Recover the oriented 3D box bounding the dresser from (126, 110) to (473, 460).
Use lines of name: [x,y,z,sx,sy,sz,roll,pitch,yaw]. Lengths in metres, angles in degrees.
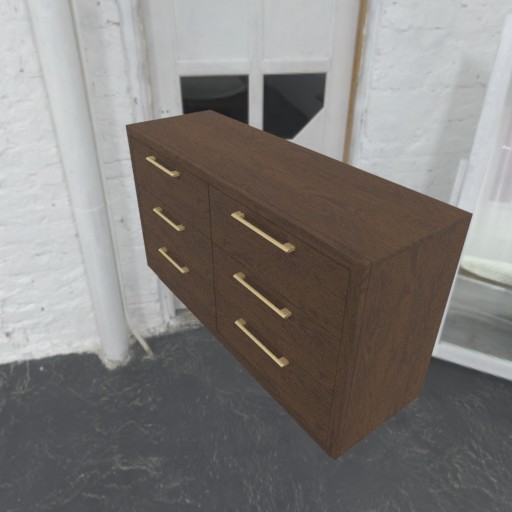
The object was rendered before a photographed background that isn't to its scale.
dresser: [0.000,0.000,1.969,0.512,0.889,1.523,-21,38,-30]
